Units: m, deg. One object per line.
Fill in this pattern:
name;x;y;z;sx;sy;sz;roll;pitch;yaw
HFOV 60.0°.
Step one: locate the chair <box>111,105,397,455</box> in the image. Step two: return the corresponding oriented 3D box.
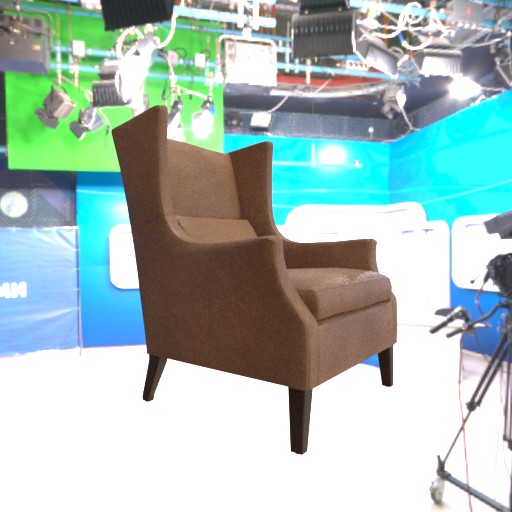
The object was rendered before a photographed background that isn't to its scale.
chair;0.000;0.000;1.776;0.913;1.088;0.815;1;2;36
